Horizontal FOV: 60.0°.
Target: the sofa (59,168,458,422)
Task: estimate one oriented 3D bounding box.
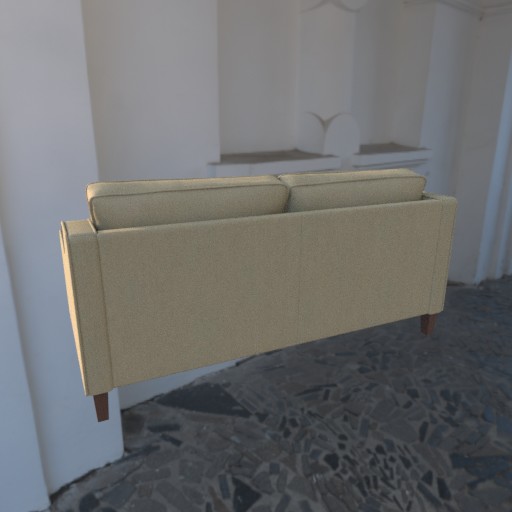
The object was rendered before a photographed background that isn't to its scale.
[{"bbox_3d":[0.000,0.000,2.754,2.178,1.071,1.066,-8,18,-25],"label":"sofa"}]
